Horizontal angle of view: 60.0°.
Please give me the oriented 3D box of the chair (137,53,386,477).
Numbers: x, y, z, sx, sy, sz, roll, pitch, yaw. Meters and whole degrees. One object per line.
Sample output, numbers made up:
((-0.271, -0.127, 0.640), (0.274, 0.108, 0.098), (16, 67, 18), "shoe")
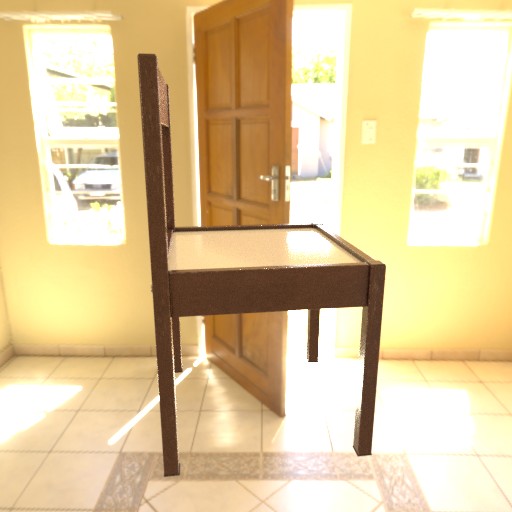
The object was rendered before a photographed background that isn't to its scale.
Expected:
((0.000, 0.000, 0.663), (0.285, 0.505, 0.285), (-2, 15, -8), "chair")
